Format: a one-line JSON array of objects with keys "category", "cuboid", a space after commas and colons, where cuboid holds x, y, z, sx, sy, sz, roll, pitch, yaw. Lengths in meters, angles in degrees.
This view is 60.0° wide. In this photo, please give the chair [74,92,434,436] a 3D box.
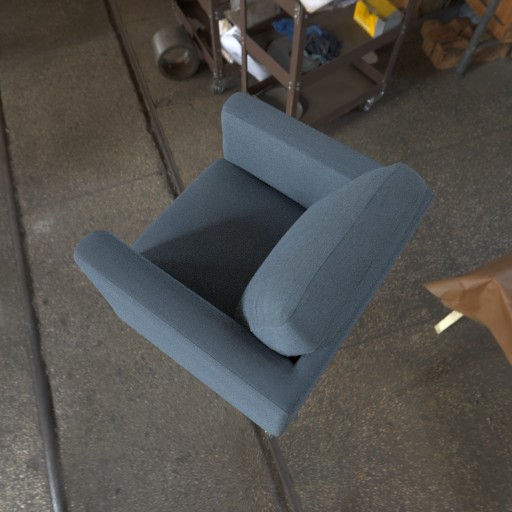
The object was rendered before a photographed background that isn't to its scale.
[{"category": "chair", "cuboid": [0.000, 0.000, 1.568, 0.820, 0.922, 0.855, 33, 68, 16]}]
